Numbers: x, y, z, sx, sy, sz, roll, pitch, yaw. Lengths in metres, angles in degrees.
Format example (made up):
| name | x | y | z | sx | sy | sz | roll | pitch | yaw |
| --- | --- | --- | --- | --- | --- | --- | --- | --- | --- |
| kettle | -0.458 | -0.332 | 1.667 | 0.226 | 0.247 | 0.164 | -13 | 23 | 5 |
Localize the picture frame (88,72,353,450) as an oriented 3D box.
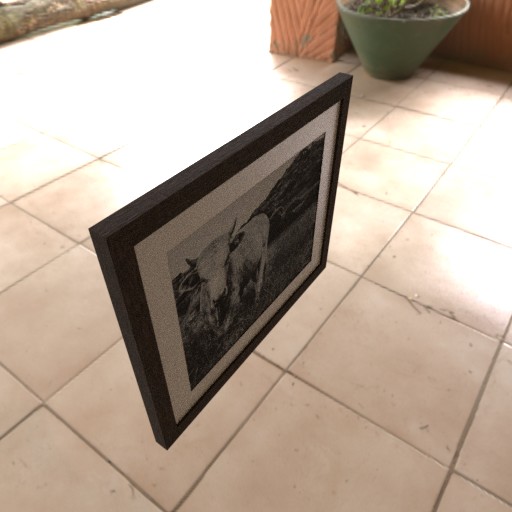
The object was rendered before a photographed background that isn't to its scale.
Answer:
| name | x | y | z | sx | sy | sz | roll | pitch | yaw |
| --- | --- | --- | --- | --- | --- | --- | --- | --- | --- |
| picture frame | 0.000 | 0.000 | 0.757 | 0.026 | 0.455 | 0.546 | 25 | 47 | 26 |
